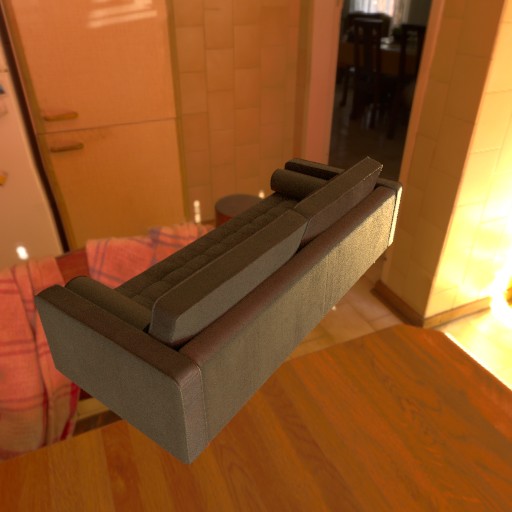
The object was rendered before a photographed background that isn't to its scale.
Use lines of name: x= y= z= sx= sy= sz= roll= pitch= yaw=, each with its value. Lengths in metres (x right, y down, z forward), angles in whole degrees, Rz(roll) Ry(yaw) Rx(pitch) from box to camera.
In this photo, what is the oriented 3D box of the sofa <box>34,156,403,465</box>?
sofa: x=0.000 y=0.000 z=2.586 sx=0.918 sy=0.769 sz=2.199 roll=21 pitch=37 yaw=30
